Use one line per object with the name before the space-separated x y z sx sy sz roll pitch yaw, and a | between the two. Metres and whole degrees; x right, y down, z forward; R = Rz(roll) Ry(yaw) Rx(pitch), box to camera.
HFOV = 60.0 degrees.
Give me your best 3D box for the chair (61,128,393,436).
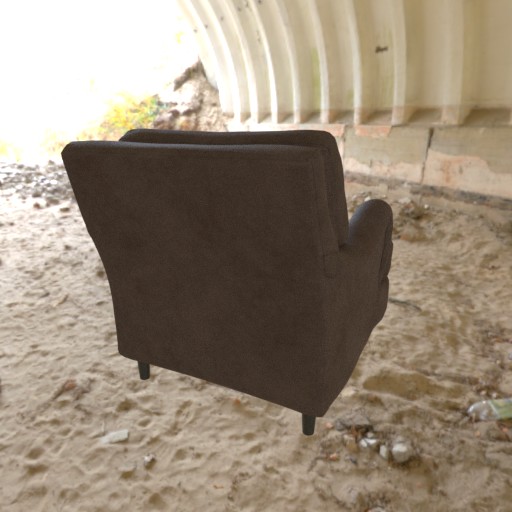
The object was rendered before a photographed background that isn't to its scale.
chair | 0.000 0.000 1.798 0.955 0.997 1.070 9 19 27
